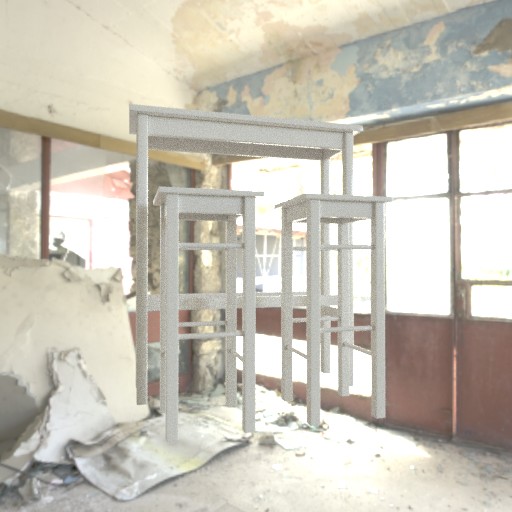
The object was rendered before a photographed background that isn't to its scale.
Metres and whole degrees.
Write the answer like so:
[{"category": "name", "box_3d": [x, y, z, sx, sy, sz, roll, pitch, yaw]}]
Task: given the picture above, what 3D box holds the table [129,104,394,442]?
[{"category": "table", "box_3d": [0.000, 0.000, 1.659, 0.915, 1.065, 0.650, 0, -1, -16]}]
